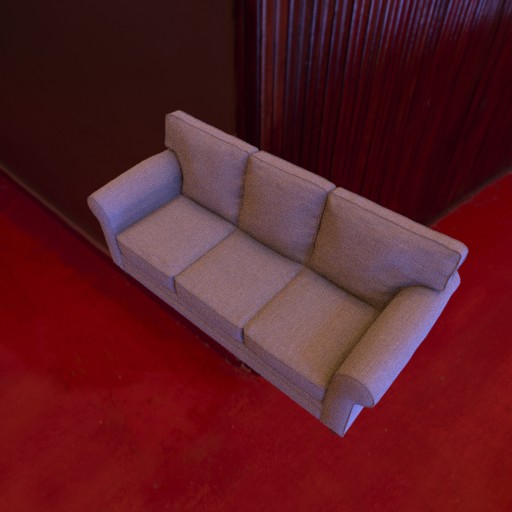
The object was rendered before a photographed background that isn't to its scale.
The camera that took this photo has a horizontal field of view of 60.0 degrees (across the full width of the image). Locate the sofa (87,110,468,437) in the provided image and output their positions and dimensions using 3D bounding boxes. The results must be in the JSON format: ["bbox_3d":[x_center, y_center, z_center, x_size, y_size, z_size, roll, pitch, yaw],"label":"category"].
[{"bbox_3d":[0.000,0.000,2.659,2.084,0.961,0.916,32,54,27],"label":"sofa"}]
